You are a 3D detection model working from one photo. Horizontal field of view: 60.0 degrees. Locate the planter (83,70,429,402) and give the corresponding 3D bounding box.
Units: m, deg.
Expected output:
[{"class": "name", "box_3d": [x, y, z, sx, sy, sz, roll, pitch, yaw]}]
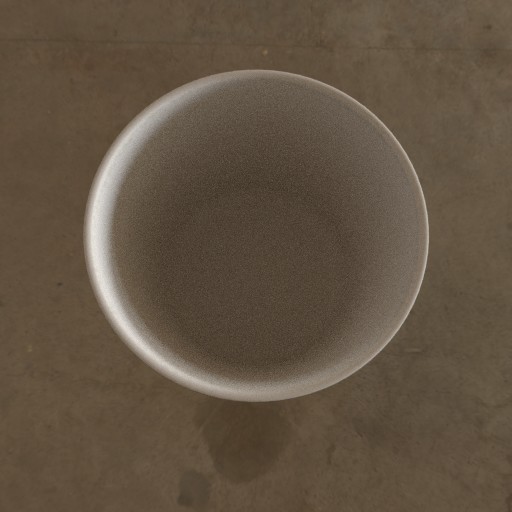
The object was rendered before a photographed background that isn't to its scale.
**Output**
[{"class": "planter", "box_3d": [0.000, 0.000, 0.758, 0.440, 0.398, 0.440, 0, 77, 0]}]
